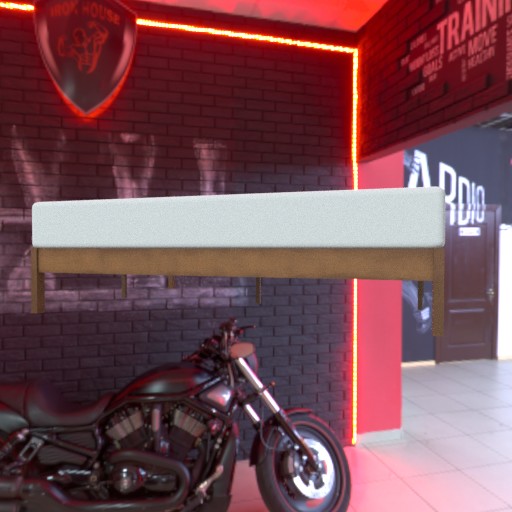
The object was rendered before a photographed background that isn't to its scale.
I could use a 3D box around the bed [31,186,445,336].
[{"bbox_3d":[0.000,0.000,2.774,2.050,0.593,1.529,0,1,18],"label":"bed"}]
